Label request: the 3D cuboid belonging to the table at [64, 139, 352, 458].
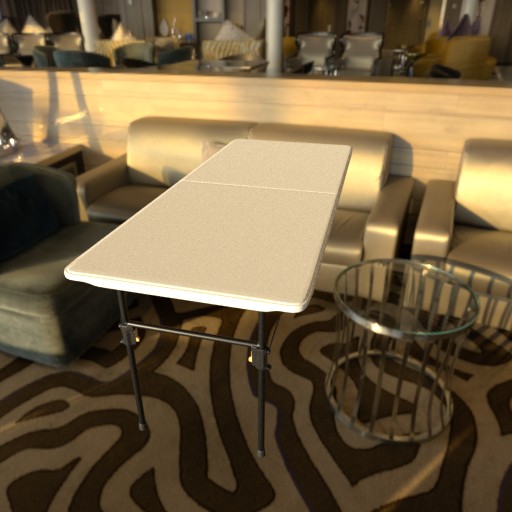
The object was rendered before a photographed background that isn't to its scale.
[{"bbox_3d":[0.000,0.000,2.205,0.761,0.719,1.829,7,28,13],"label":"table"}]
